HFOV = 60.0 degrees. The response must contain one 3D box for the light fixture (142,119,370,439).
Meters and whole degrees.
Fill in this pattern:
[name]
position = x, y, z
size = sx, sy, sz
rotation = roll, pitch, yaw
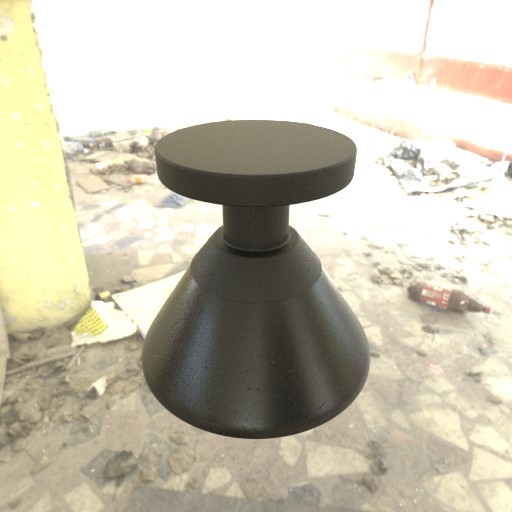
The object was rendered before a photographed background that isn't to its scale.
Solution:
[light fixture]
position = 0.000, 0.000, 0.354
size = 0.200, 0.183, 0.200
rotation = 0, 30, 0
